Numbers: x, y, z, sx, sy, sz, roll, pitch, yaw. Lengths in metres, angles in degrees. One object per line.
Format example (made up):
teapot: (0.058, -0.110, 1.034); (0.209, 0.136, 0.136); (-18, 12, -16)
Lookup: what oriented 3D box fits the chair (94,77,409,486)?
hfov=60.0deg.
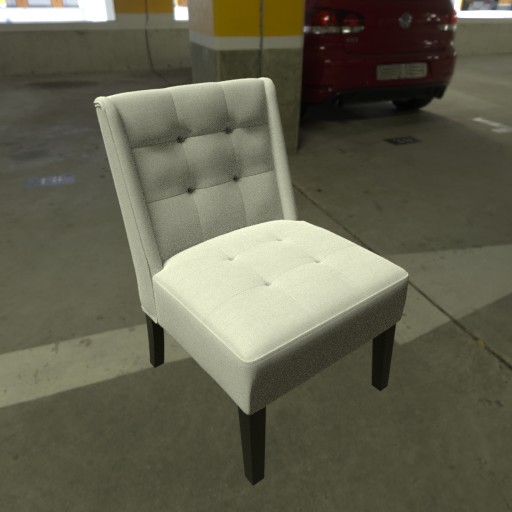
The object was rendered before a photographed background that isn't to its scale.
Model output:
chair: (0.000, 0.000, 1.263); (0.569, 0.853, 0.676); (-21, 36, -32)
